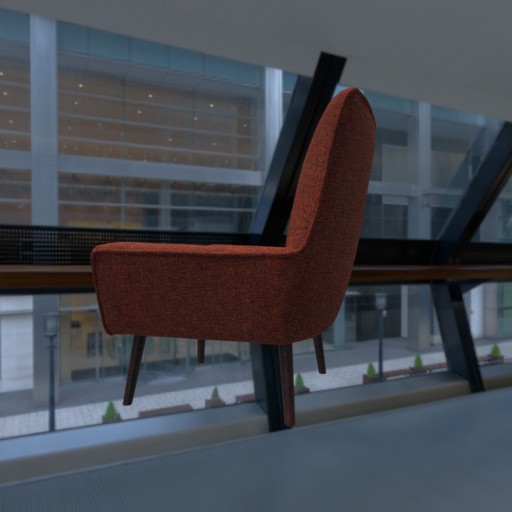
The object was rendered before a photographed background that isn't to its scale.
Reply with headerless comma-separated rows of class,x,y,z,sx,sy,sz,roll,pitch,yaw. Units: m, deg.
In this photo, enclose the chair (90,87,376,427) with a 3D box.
chair,0.000,0.000,1.510,0.784,0.911,0.803,0,1,18
